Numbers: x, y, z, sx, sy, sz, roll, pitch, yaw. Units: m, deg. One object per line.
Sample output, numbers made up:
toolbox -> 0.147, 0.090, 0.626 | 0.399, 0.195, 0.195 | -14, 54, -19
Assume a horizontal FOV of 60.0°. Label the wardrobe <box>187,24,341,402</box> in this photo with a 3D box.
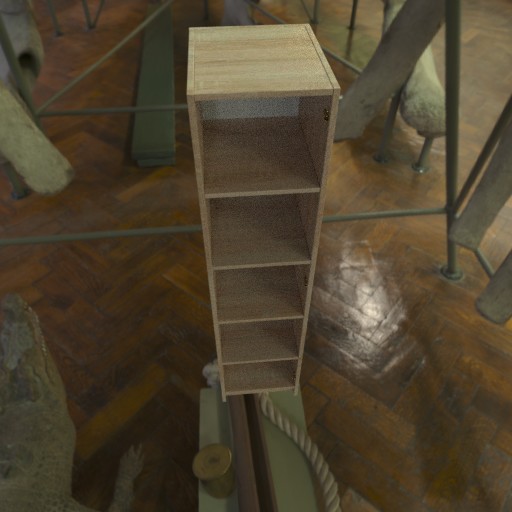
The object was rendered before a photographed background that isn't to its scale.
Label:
wardrobe -> 0.000, 0.000, 2.378 | 0.496, 2.117, 0.588 | -4, 46, -4
